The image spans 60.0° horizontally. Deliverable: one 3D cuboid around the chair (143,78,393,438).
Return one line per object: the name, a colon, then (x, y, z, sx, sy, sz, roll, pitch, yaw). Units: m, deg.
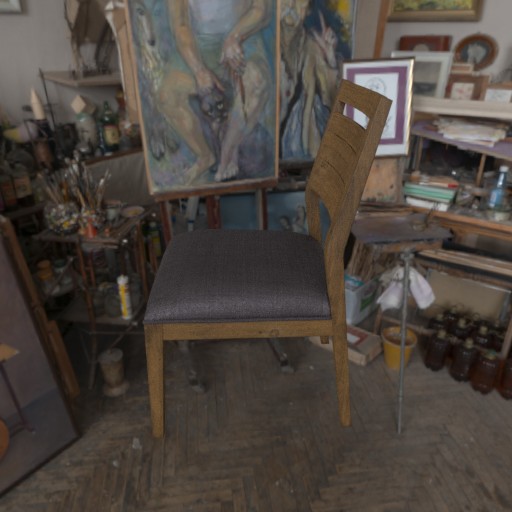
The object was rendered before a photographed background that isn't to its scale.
chair: (0.000, 0.000, 1.306, 0.610, 0.939, 0.501, -1, 27, -1)
